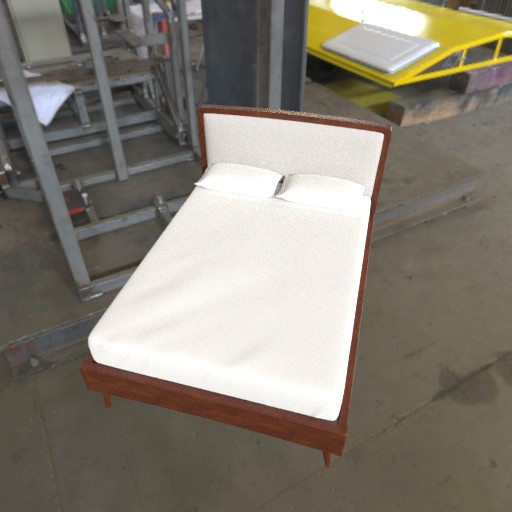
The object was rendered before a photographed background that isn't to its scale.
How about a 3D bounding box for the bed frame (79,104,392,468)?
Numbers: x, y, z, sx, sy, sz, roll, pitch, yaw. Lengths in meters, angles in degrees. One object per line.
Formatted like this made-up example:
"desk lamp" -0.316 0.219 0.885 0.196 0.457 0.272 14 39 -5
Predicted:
"bed frame" 0.000 0.000 3.169 1.587 1.279 2.171 10 41 12
